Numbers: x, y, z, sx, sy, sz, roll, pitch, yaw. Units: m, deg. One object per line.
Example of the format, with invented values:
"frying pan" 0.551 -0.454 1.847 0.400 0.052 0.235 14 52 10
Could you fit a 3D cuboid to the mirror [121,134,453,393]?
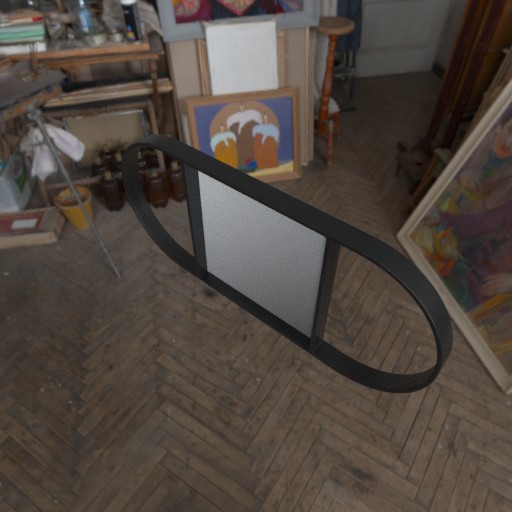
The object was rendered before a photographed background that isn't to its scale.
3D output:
"mirror" 0.000 0.000 0.663 0.584 0.254 0.032 31 53 26
